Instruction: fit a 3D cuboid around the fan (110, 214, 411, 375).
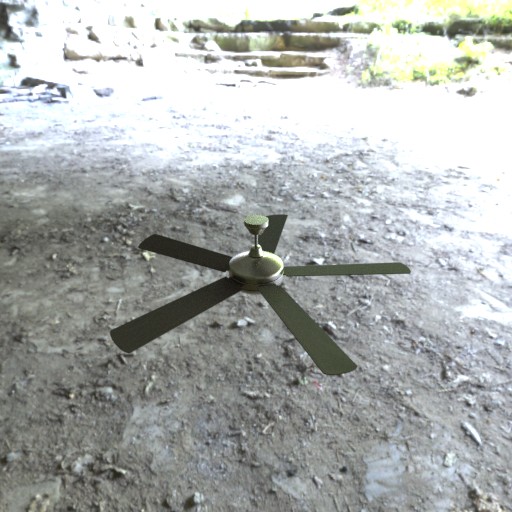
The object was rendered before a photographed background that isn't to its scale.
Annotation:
[{"bbox_3d":[0.000,0.000,1.979,1.321,0.356,1.321,10,30,18],"label":"fan"}]
